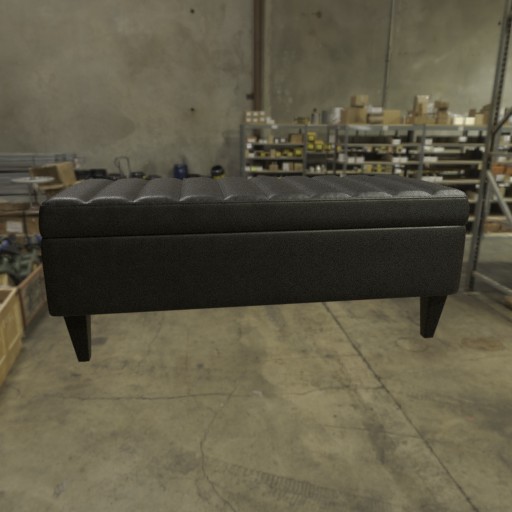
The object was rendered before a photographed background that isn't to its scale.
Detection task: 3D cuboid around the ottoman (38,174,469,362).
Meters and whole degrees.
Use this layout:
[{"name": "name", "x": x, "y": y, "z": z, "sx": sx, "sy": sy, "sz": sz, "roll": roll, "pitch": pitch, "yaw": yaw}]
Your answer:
[{"name": "ottoman", "x": 0.000, "y": 0.000, "z": 1.421, "sx": 1.151, "sy": 0.469, "sz": 0.482, "roll": -2, "pitch": 16, "yaw": -8}]
